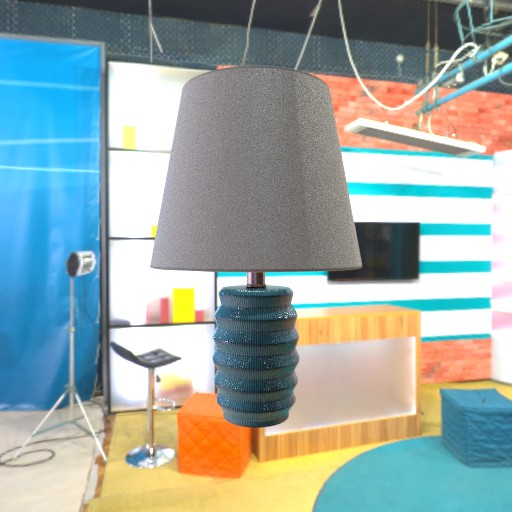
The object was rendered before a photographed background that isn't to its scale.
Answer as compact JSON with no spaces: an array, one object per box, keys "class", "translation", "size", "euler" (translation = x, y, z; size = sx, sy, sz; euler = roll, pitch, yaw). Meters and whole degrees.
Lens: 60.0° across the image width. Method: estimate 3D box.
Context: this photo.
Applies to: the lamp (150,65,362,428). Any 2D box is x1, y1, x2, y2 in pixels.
[{"class":"lamp","translation":[0.000,0.000,0.545],"size":[0.254,0.392,0.254],"euler":[0,1,0]}]
